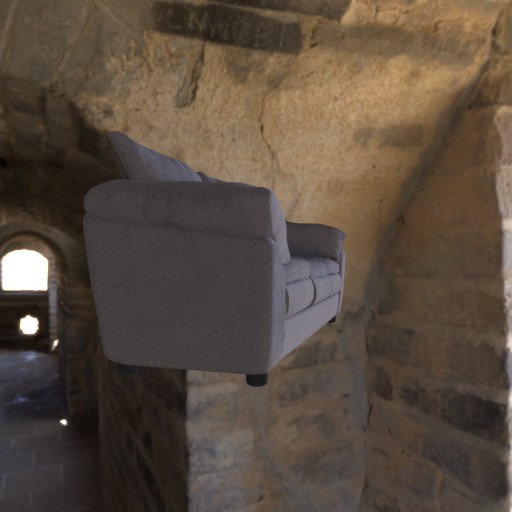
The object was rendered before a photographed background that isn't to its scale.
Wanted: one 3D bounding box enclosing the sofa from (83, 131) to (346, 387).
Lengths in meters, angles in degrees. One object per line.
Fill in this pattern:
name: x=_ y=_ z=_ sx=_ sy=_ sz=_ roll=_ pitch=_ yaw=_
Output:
sofa: x=0.000 y=0.000 z=2.826 sx=0.878 sy=1.073 sz=2.336 roll=0 pitch=-1 yaw=18
